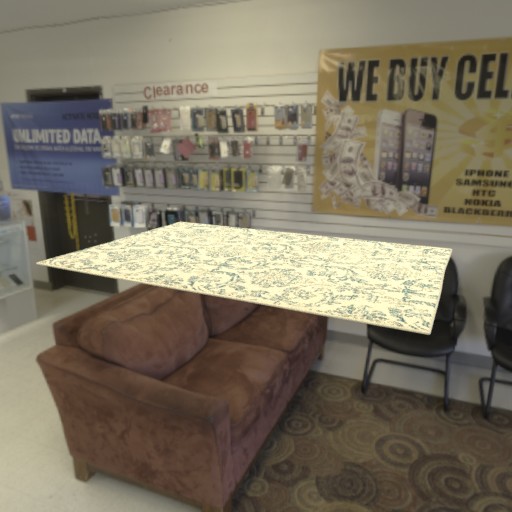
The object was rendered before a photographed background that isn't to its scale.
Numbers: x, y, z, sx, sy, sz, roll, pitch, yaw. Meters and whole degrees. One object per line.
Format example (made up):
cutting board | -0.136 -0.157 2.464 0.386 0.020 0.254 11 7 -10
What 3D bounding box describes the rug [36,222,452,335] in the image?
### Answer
rug | 0.000 0.000 3.484 2.746 0.018 1.819 7 17 25
